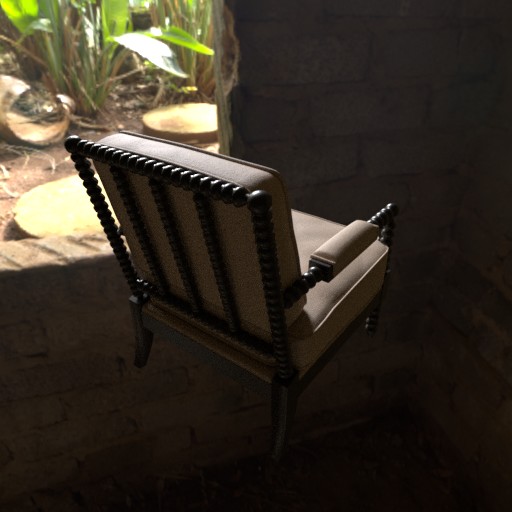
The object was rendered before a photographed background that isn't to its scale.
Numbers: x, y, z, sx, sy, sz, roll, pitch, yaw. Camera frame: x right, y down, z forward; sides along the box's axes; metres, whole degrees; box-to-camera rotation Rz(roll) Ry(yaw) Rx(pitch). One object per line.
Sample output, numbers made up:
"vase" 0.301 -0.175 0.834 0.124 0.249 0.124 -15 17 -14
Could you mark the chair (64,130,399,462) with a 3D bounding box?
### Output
"chair" 0.000 0.000 1.179 0.555 0.703 0.657 21 37 31
